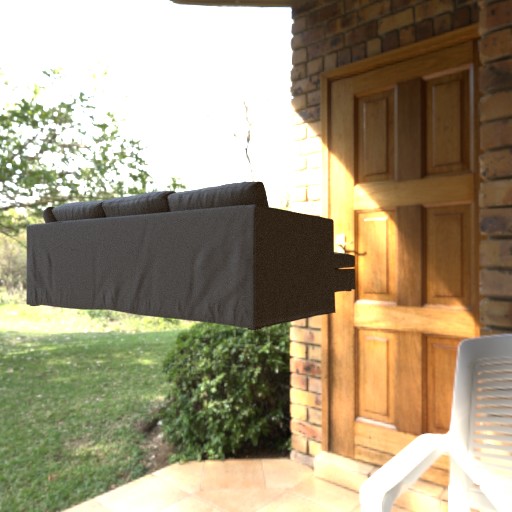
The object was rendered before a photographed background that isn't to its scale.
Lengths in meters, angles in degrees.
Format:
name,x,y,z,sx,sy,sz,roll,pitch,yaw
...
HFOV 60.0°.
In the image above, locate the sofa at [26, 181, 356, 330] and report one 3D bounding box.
name,x,y,z,sx,sy,sz,roll,pitch,yaw
sofa,0.000,0.000,4.522,2.427,0.882,3.460,0,-1,35
